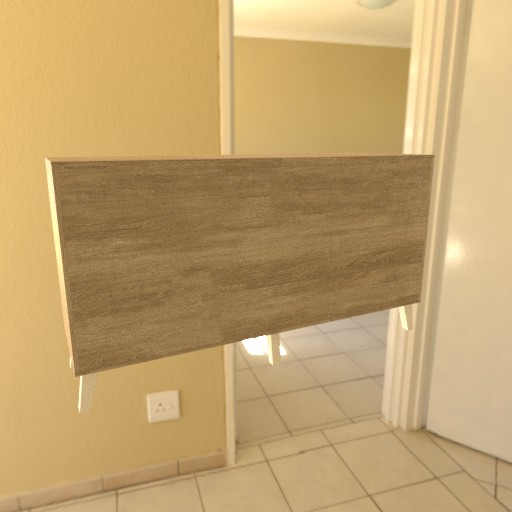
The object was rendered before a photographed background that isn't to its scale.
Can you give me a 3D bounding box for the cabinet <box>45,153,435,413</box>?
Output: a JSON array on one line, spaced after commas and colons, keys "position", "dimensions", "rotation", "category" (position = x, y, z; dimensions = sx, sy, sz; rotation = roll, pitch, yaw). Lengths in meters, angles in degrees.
[{"position": [0.000, 0.000, 1.975], "dimensions": [1.600, 0.870, 0.450], "rotation": [-7, 16, -26], "category": "cabinet"}]
